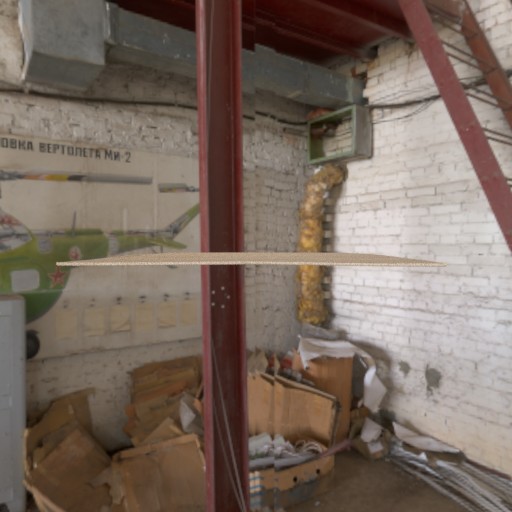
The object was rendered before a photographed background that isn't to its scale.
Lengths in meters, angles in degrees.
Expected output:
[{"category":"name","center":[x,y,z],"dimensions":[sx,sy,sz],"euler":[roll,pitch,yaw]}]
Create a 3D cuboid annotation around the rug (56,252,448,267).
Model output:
[{"category":"rug","center":[0.000,0.000,3.717],"dimensions":[2.032,0.038,2.869],"euler":[0,1,1]}]
